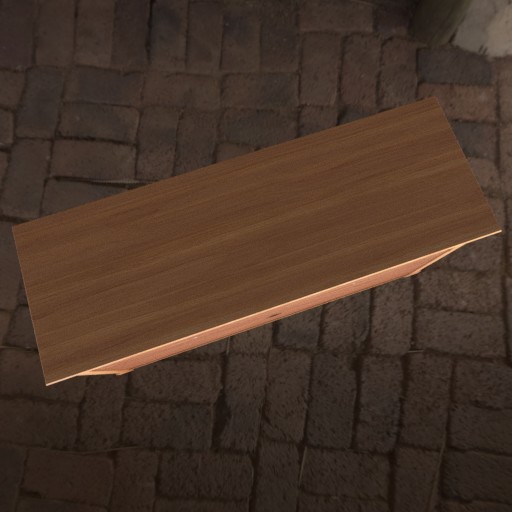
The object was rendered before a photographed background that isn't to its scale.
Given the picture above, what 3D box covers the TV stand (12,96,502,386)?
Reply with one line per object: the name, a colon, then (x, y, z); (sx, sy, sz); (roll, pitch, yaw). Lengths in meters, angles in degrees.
TV stand: (0.000, 0.000, 1.417); (1.181, 0.607, 0.417); (-18, 77, -4)
